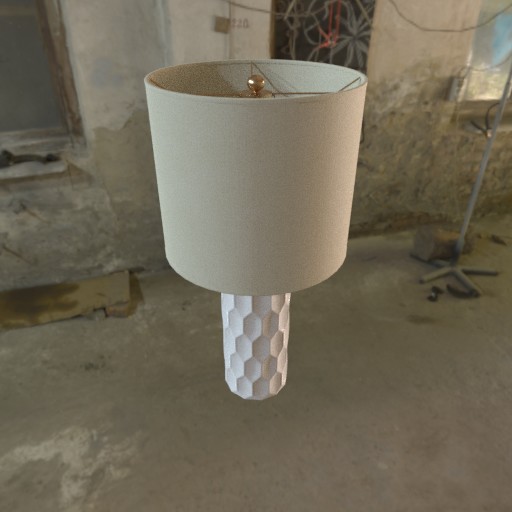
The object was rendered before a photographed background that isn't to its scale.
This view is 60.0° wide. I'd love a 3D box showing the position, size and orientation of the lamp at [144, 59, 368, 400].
[{"bbox_3d":[0.000,0.000,0.700,0.277,0.537,0.277,20,37,30],"label":"lamp"}]
